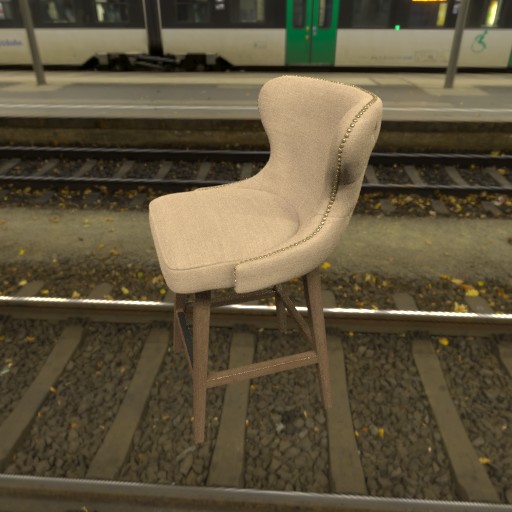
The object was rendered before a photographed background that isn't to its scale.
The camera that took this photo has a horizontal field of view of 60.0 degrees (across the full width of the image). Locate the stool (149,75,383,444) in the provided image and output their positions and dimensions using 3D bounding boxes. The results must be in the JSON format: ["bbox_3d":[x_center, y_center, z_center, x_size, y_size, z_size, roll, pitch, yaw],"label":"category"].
[{"bbox_3d":[0.000,0.000,1.363,0.597,0.972,0.615,-9,30,-15],"label":"stool"}]
